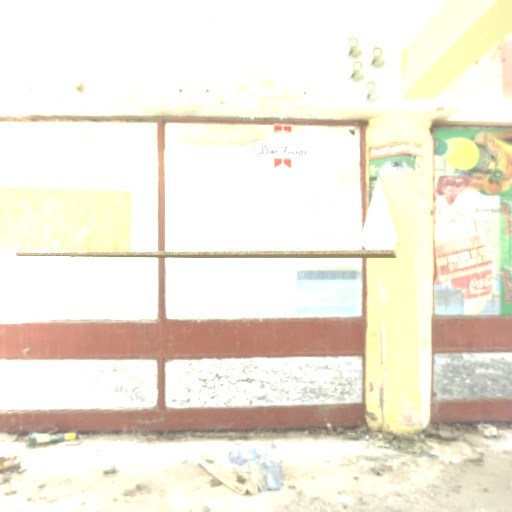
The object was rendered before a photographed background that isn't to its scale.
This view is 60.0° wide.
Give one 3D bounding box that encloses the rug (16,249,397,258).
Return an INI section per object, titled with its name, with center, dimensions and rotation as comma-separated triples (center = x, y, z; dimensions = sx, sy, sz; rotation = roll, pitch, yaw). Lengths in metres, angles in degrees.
[rug]
center = 0.000, 0.000, 3.974
dimensions = 2.401, 0.025, 3.001
rotation = 0, -1, 18
